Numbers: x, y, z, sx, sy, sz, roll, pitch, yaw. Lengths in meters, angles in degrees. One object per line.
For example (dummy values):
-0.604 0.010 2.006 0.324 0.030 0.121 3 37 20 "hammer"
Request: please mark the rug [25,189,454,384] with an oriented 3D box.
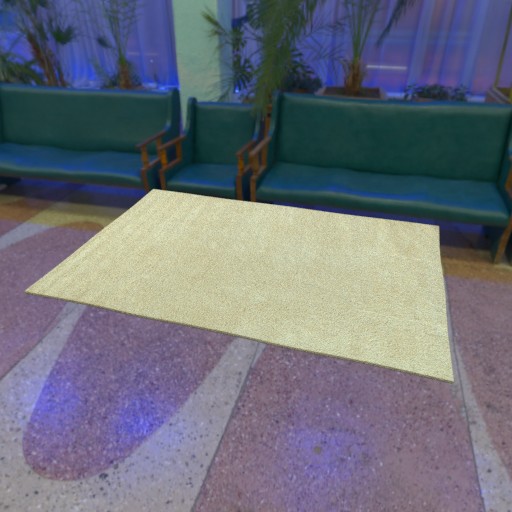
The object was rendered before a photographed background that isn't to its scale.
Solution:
0.000 0.000 3.372 2.699 0.025 1.800 9 33 14 "rug"
